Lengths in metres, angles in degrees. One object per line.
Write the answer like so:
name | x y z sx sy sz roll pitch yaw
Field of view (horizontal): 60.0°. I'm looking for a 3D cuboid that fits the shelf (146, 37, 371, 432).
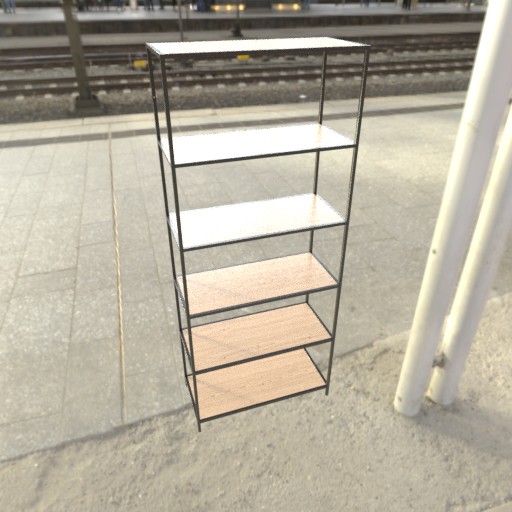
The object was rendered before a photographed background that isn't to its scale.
shelf | 0.000 0.000 2.136 0.770 1.850 0.350 -10 33 -16
